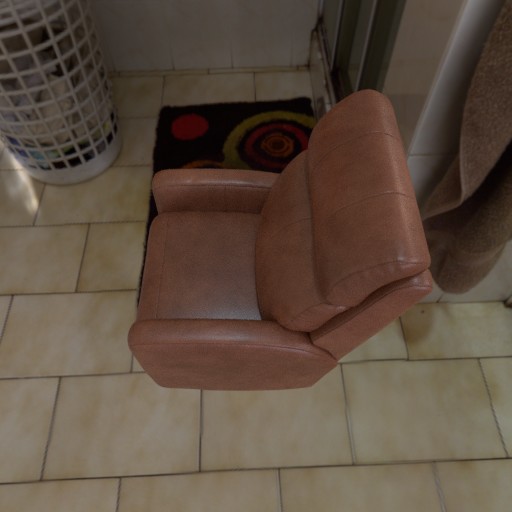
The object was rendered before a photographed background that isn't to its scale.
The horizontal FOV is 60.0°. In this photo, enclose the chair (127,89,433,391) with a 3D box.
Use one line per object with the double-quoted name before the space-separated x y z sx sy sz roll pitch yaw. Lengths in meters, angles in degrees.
"chair" 0.000 0.000 1.683 0.939 1.016 0.787 0 58 0
